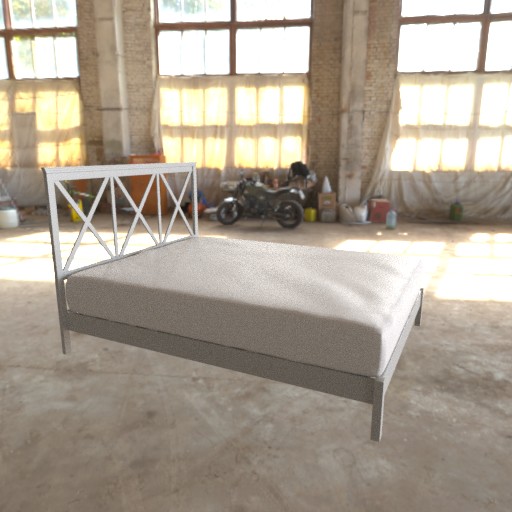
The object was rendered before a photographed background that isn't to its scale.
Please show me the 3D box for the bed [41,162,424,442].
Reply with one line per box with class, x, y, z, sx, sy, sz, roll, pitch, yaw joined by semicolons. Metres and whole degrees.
bed;0.000;0.000;3.143;2.135;1.253;1.673;7;15;26
